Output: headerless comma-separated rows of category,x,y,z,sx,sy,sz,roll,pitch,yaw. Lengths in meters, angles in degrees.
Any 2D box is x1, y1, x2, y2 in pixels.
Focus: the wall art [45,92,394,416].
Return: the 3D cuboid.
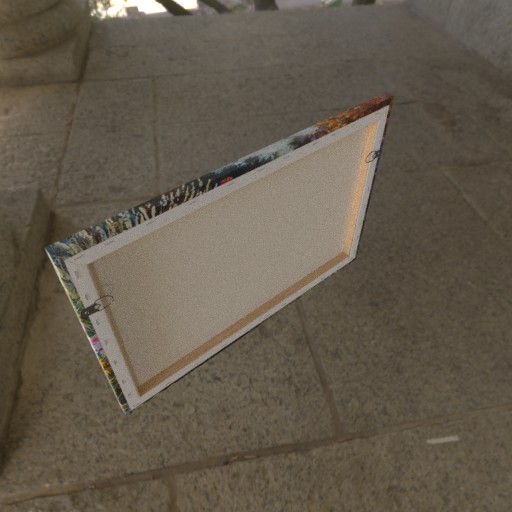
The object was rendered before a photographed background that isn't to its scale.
wall art,0.000,0.000,1.459,1.136,0.760,0.042,-31,53,-26
